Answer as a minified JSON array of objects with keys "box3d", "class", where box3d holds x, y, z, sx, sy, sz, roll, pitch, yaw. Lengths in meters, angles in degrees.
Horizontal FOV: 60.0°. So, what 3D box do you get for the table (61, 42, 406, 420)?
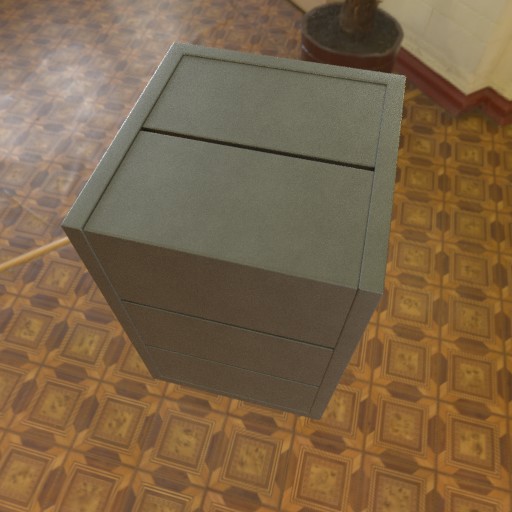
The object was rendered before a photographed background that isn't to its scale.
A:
[{"box3d":[0.000,0.000,0.898,0.405,0.609,0.420,12,57,8],"class":"table"}]
